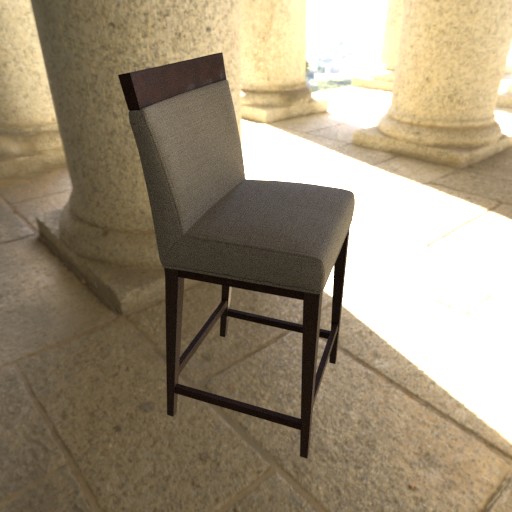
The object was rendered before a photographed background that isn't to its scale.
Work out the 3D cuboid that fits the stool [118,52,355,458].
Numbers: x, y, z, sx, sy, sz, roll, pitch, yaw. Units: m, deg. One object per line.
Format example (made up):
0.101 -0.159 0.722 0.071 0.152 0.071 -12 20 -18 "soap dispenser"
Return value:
0.000 0.000 1.396 0.531 1.117 0.511 10 31 17 "stool"
